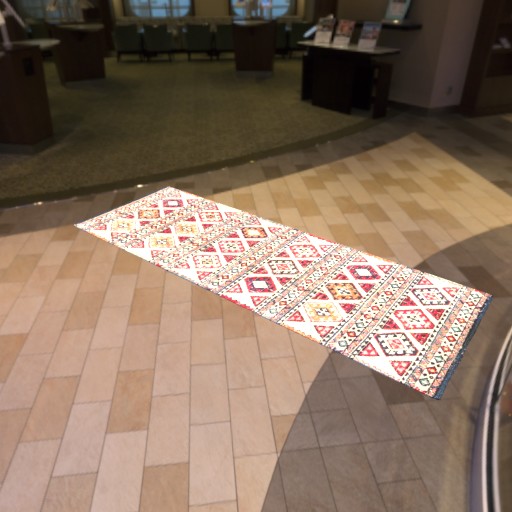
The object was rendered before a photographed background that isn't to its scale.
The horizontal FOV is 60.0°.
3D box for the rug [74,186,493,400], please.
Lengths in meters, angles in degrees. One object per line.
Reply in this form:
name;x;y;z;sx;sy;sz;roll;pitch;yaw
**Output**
rug;0.000;0.000;2.548;2.362;0.008;0.832;22;37;31
